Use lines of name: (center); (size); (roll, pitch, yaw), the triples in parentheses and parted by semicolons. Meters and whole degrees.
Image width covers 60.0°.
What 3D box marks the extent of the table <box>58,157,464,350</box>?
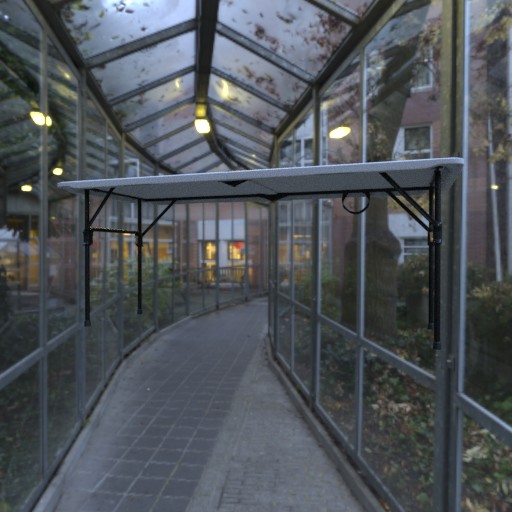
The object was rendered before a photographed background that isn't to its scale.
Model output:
table: (0.000, 0.000, 2.225); (1.829, 0.719, 0.761); (0, 1, 19)
